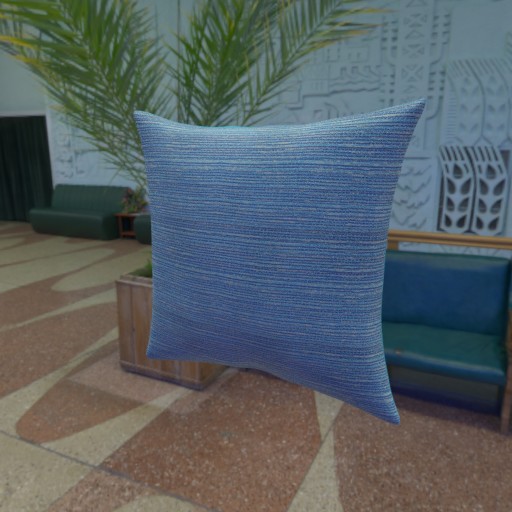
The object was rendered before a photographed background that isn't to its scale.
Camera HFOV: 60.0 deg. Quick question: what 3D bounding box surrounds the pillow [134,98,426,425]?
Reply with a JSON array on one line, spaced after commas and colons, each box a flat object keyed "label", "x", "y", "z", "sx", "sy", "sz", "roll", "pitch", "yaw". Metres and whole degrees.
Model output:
[{"label": "pillow", "x": 0.000, "y": 0.000, "z": 0.764, "sx": 0.514, "sy": 0.497, "sz": 0.150, "roll": 7, "pitch": 14, "yaw": 26}]
